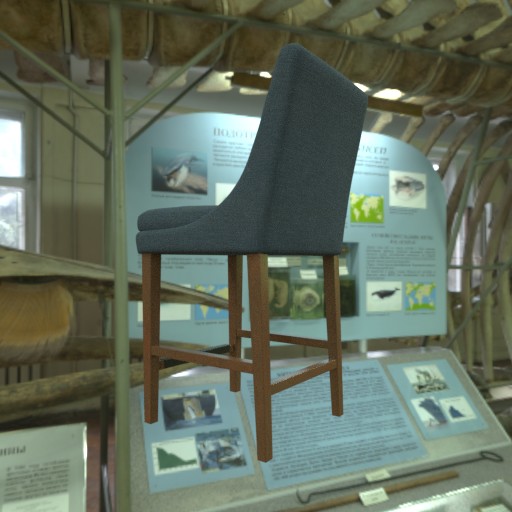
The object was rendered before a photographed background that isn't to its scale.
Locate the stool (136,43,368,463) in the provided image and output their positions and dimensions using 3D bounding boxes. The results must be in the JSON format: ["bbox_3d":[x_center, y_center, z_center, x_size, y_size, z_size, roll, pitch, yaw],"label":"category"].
[{"bbox_3d":[0.000,0.000,1.324,0.577,0.981,0.470,0,-1,37],"label":"stool"}]
